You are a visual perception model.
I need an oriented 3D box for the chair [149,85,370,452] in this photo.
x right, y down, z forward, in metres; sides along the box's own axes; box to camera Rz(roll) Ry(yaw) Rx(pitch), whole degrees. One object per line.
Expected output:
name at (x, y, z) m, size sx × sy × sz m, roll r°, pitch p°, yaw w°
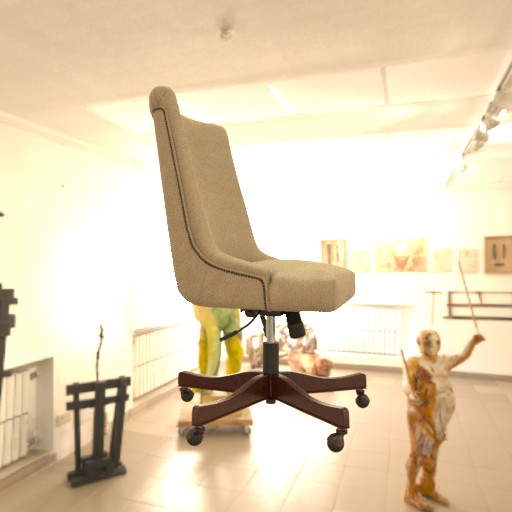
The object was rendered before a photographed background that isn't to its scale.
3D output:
chair at (0.000, 0.000, 1.437) m, size 0.696 × 1.010 × 0.645 m, roll 0°, pitch 0°, yaw 18°
